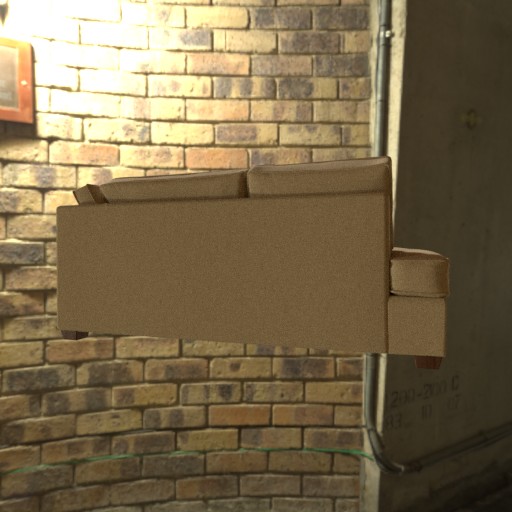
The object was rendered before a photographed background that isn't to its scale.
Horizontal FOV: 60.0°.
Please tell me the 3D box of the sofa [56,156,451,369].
[{"bbox_3d":[0.000,0.000,2.865,2.237,1.033,1.110,0,1,19],"label":"sofa"}]
